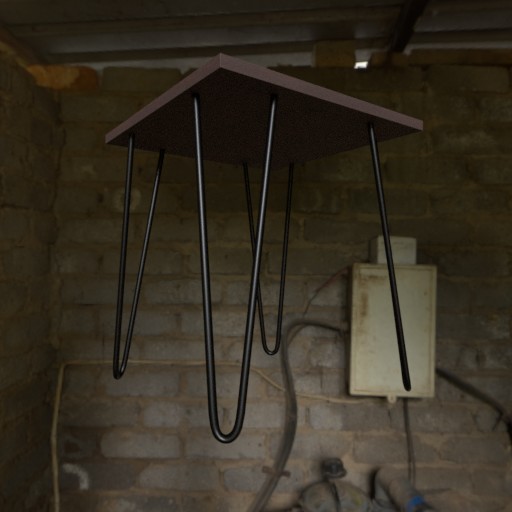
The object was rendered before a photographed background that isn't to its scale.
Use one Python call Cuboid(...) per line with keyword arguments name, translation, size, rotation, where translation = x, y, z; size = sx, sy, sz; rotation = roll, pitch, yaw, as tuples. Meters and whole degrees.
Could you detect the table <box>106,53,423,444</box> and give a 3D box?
Cuboid(name="table", translation=(0.000, 0.000, 0.965), size=(0.495, 0.559, 0.495), rotation=(1, -1, -37))
